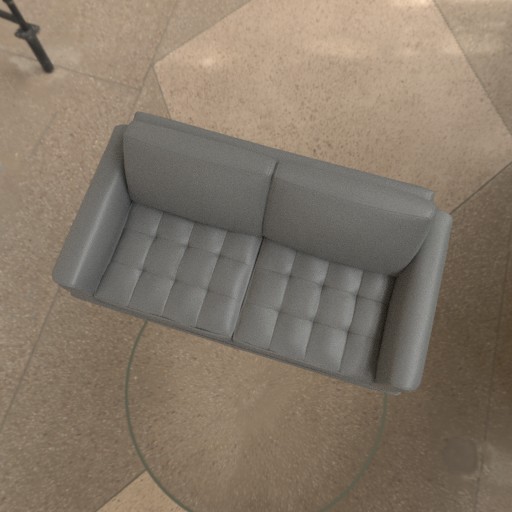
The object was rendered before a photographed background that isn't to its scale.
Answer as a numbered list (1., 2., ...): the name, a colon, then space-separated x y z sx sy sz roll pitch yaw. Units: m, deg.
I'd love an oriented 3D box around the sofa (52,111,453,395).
1. sofa: 0.000 0.000 2.700 2.177 0.930 1.121 16 75 5
